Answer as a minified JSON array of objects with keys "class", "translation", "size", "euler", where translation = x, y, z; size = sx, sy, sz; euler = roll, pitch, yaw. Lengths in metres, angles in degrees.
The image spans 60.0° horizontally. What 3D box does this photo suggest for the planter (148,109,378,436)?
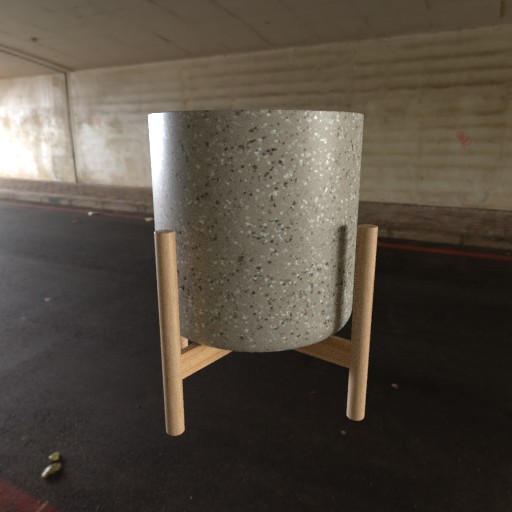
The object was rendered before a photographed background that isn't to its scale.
[{"class":"planter","translation":[0.000,0.000,0.694],"size":[0.360,0.419,0.360],"euler":[-8,17,-29]}]
